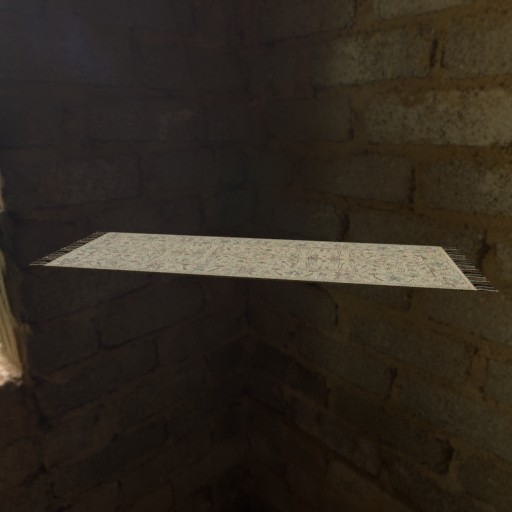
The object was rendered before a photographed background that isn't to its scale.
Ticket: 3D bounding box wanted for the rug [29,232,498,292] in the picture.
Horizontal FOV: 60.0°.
[{"bbox_3d":[0.000,0.000,2.626,2.440,0.013,0.769,3,17,9],"label":"rug"}]
